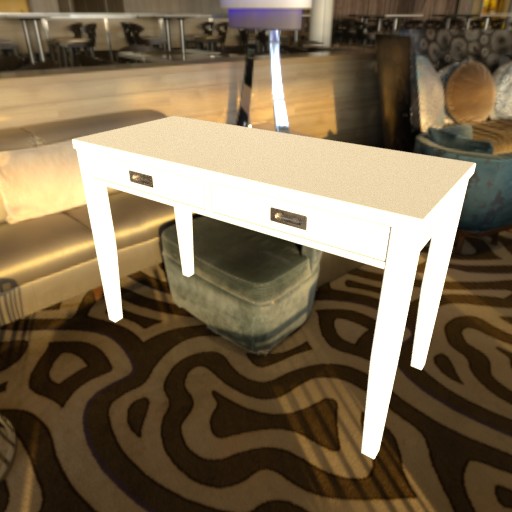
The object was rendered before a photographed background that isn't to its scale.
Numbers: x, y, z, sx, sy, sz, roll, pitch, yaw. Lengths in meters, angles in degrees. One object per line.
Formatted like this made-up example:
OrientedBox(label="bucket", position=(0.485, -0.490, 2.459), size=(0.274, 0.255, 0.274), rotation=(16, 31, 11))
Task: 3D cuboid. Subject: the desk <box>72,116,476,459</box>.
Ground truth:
OrientedBox(label="desk", position=(0.000, 0.000, 1.606), size=(1.220, 0.775, 0.508), rotation=(18, 33, 30))
